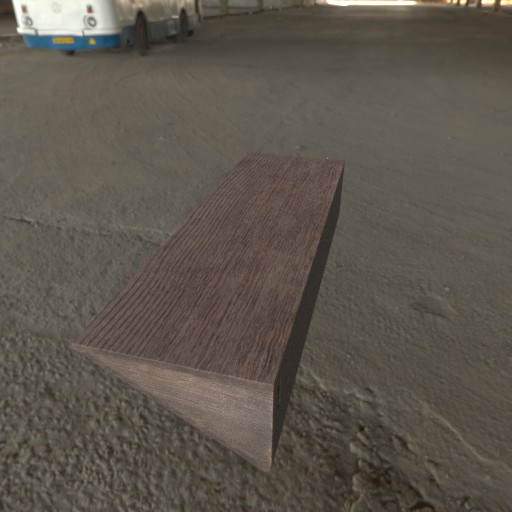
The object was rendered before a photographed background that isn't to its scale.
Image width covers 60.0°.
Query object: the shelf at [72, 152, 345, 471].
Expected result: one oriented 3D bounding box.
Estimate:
[{"bbox_3d":[0.000,0.000,0.687,0.200,0.125,0.610,8,32,13],"label":"shelf"}]
